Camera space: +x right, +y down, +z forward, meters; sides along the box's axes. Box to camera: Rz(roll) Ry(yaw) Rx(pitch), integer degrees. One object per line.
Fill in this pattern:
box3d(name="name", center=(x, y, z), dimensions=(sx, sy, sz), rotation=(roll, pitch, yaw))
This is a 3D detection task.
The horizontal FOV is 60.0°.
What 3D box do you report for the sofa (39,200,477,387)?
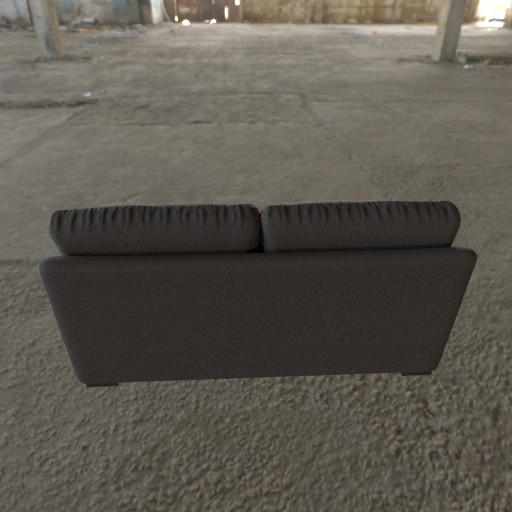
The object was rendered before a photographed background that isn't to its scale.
box3d(name="sofa", center=(0.000, 0.000, 2.436), dimensions=(1.880, 0.940, 1.143), rotation=(-1, 30, -2))
